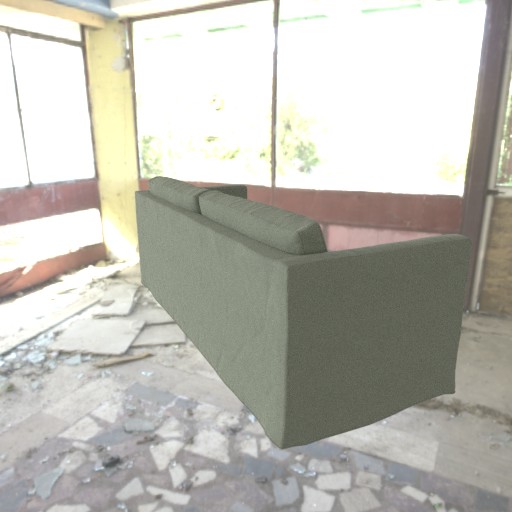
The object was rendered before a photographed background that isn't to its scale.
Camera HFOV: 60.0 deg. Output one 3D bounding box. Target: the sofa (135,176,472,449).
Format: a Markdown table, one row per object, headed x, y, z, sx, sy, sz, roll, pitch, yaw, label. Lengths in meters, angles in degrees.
| x | y | z | sx | sy | sz | roll | pitch | yaw | label |
| --- | --- | --- | --- | --- | --- | --- | --- | --- | --- |
| 0.000 | 0.000 | 2.716 | 0.962 | 0.853 | 2.312 | -8 | 17 | -26 | sofa |
